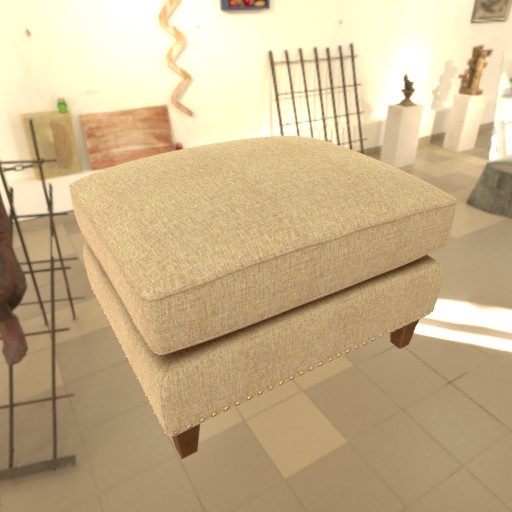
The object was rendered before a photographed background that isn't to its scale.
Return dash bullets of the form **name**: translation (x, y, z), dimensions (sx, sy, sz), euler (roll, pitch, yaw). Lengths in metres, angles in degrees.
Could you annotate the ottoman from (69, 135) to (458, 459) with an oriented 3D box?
- **ottoman**: translation (0.000, 0.000, 1.123), dimensions (0.741, 0.513, 0.584), euler (-17, 35, -27)
